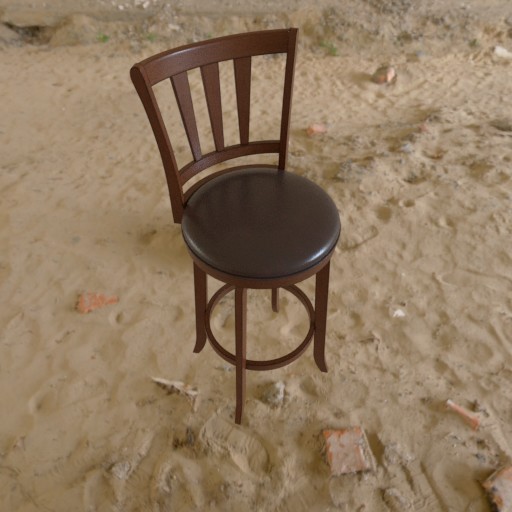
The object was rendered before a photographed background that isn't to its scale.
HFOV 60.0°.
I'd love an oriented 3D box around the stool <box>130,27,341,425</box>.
[{"bbox_3d":[0.000,0.000,1.393,0.464,1.177,0.503,-24,51,-21],"label":"stool"}]
